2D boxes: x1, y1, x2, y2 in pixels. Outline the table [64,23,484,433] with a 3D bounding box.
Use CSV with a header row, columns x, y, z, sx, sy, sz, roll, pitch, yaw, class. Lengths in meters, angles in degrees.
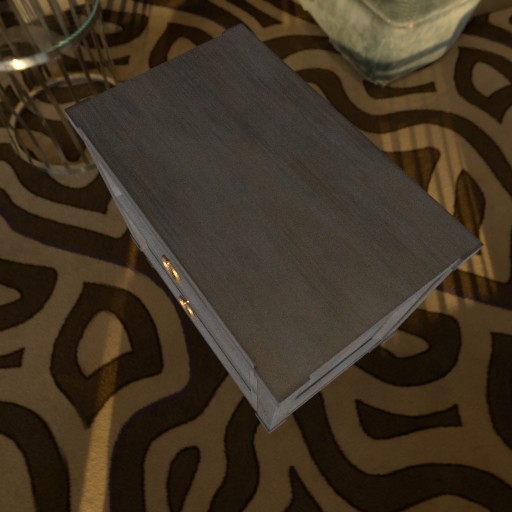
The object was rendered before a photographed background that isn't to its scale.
x,y,z,sx,sy,sz,roll,pitch,yaw,class
0.000,0.000,1.060,0.413,0.660,0.660,-34,68,-15,table
